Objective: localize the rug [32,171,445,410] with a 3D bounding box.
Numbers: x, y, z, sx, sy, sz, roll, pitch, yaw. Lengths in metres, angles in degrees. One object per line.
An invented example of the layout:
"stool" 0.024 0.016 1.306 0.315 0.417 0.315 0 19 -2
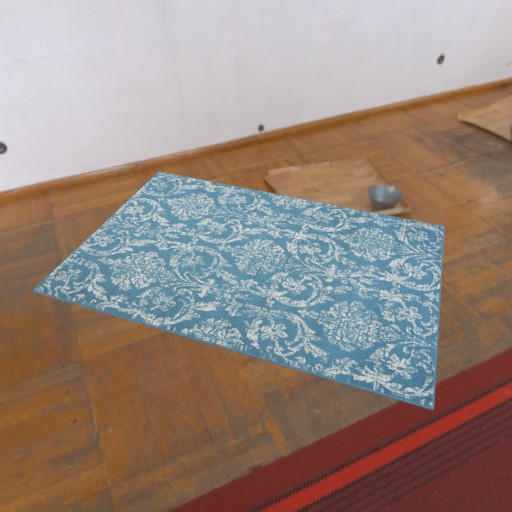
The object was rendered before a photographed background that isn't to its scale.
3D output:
"rug" 0.000 0.000 3.459 2.746 0.018 1.816 13 42 15
